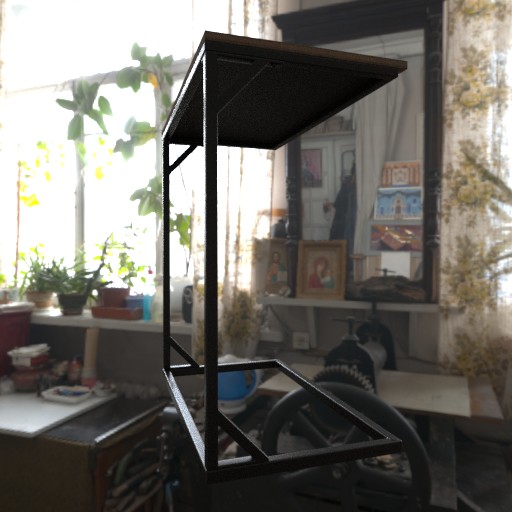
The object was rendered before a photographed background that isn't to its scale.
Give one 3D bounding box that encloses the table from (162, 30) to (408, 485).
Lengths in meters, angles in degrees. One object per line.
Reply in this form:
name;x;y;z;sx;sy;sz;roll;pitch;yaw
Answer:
table;0.000;0.000;0.992;0.351;0.673;0.597;0;1;-18
